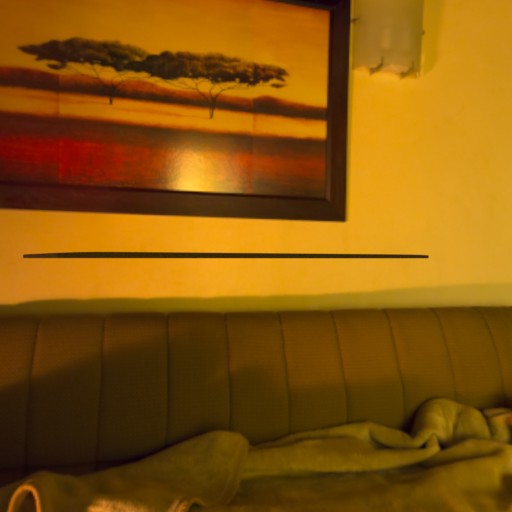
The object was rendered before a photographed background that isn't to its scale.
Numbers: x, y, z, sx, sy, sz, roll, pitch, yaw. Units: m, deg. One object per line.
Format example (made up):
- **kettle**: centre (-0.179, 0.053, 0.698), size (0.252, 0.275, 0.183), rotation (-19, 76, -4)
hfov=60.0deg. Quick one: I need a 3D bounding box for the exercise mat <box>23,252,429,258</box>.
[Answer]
- **exercise mat**: centre (0.000, 0.000, 2.059), size (1.869, 0.021, 0.616), rotation (0, 0, -35)
